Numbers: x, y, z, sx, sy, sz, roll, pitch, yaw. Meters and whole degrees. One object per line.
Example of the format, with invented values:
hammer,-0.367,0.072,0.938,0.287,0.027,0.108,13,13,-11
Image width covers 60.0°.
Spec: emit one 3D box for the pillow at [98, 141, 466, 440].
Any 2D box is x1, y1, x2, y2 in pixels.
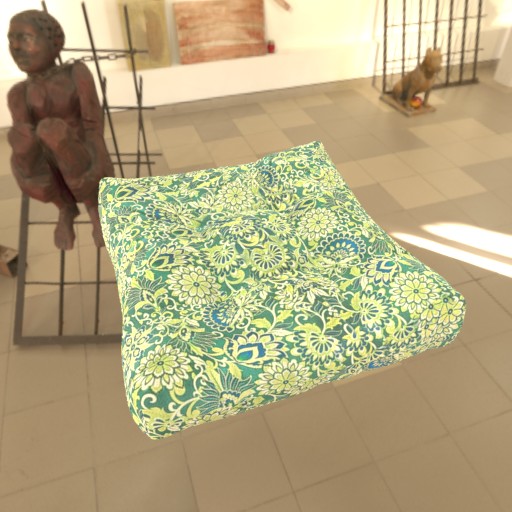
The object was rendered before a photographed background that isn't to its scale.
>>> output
pillow,0.000,0.000,0.731,0.468,0.128,0.490,-13,44,-14
